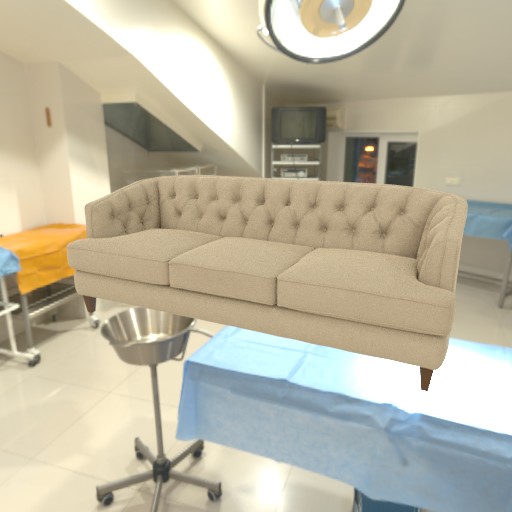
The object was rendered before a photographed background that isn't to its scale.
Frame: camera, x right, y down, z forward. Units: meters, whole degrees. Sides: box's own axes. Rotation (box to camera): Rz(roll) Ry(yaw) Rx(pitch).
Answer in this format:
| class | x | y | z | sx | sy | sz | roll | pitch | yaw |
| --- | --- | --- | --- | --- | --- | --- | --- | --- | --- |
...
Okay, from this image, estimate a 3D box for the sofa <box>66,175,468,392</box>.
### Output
| class | x | y | z | sx | sy | sz | roll | pitch | yaw |
| --- | --- | --- | --- | --- | --- | --- | --- | --- | --- |
| sofa | 0.000 | 0.000 | 2.708 | 2.278 | 0.855 | 0.941 | 8 | 17 | 25 |
